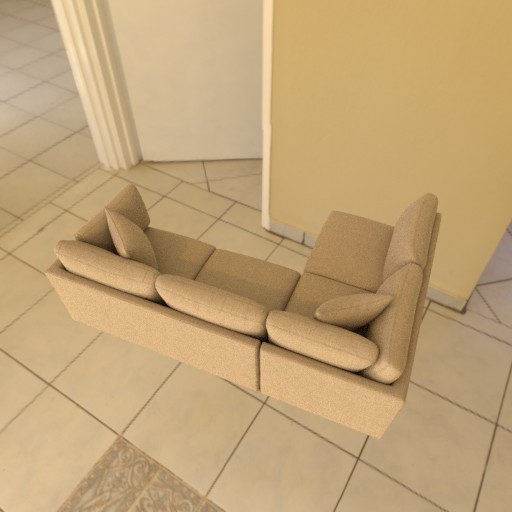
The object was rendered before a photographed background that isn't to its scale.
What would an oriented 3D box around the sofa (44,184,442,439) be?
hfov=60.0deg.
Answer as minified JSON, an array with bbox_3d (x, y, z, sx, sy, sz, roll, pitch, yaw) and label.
[{"bbox_3d":[0.000,0.000,3.971,2.896,0.978,1.994,17,49,15],"label":"sofa"}]
